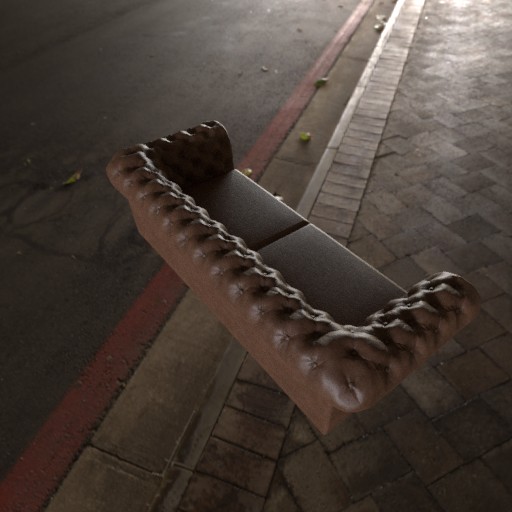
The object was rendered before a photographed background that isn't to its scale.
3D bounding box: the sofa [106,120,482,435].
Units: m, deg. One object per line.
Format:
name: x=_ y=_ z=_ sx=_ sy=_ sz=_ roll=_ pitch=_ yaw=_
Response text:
sofa: x=0.000 y=0.000 z=2.789 sx=0.944 sy=0.783 sz=2.385 roll=-28 pitch=49 yaw=-27
